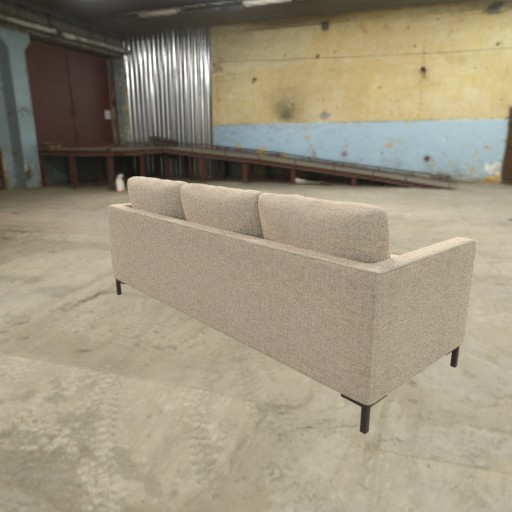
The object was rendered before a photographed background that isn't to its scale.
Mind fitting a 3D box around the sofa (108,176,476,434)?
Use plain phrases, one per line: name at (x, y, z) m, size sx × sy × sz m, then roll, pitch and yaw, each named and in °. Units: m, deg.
sofa at (0.000, 0.000, 2.666) m, size 0.859 × 0.874 × 2.218 m, roll -13°, pitch 20°, yaw -40°
